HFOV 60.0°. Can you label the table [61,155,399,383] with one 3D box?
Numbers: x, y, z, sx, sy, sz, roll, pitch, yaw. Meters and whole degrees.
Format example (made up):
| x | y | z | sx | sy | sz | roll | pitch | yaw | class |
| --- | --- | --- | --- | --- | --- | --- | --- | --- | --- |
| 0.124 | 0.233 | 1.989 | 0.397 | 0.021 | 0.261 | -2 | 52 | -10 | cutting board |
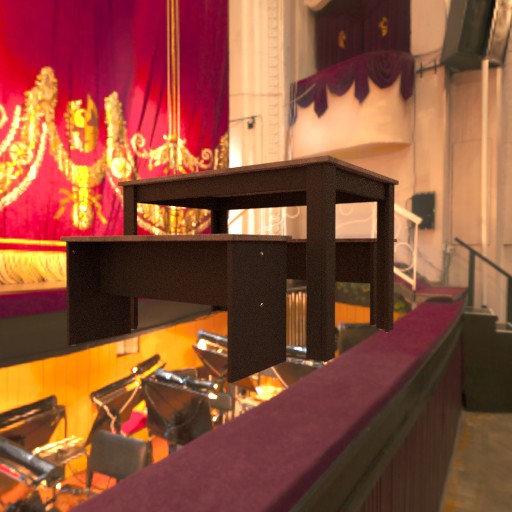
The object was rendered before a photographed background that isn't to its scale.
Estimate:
| x | y | z | sx | sy | sz | roll | pitch | yaw | class |
| --- | --- | --- | --- | --- | --- | --- | --- | --- | --- |
| 0.000 | 0.000 | 2.085 | 1.100 | 0.700 | 1.443 | 1 | 2 | 35 | table |
